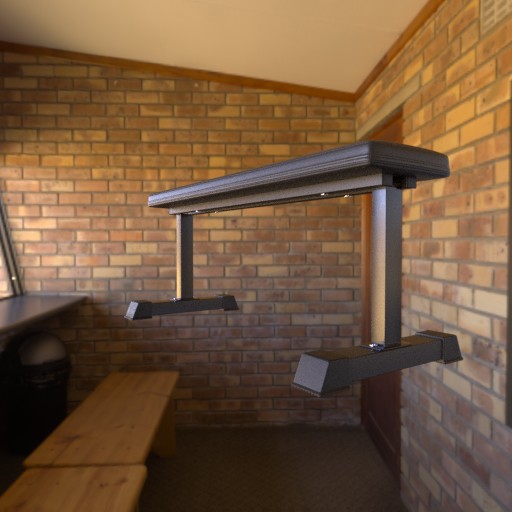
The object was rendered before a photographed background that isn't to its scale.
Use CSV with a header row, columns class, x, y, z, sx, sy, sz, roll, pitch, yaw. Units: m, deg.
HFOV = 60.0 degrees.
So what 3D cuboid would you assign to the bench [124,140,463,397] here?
class,x,y,z,sx,sy,sz,roll,pitch,yaw
bench,0.000,0.000,1.283,0.439,0.453,1.072,-1,2,-35
